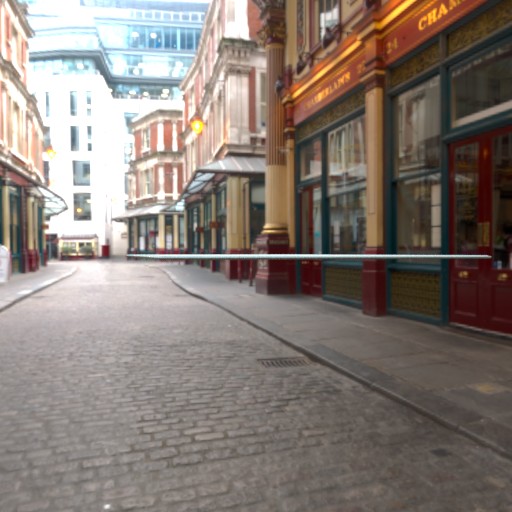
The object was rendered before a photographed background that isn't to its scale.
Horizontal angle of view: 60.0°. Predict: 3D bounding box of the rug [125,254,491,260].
[{"bbox_3d":[0.000,0.000,2.314,1.219,0.012,1.840,0,0,-19],"label":"rug"}]
